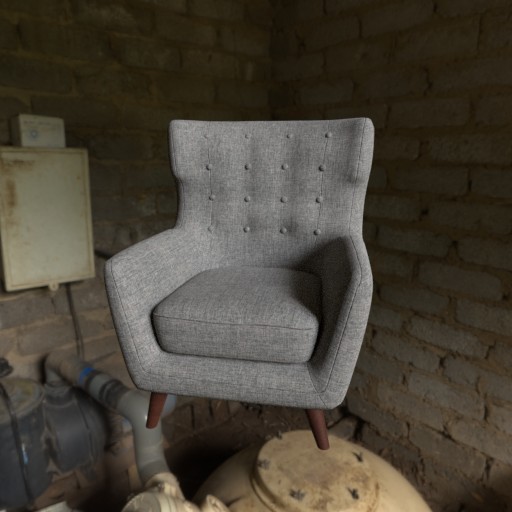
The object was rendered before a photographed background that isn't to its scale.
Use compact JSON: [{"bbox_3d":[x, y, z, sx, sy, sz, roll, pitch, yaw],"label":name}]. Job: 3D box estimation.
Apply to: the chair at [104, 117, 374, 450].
[{"bbox_3d":[0.000,0.000,1.746,0.878,1.063,0.904,3,14,10],"label":"chair"}]
